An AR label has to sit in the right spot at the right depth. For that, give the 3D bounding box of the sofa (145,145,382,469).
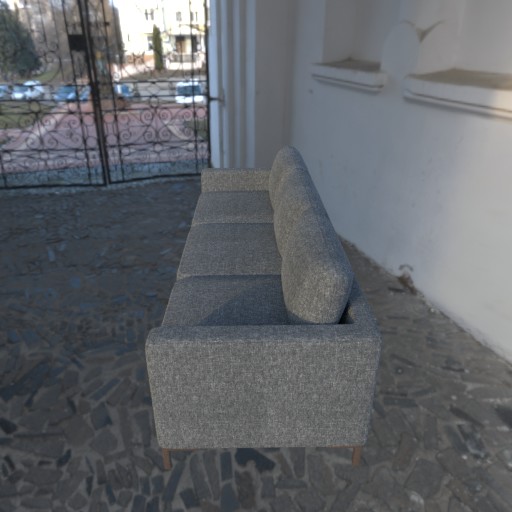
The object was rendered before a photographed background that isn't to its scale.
[{"bbox_3d":[0.000,0.000,2.617,0.859,0.874,2.218,0,27,-1],"label":"sofa"}]
